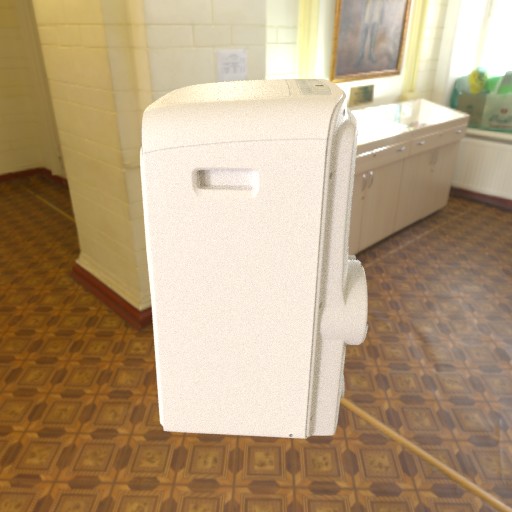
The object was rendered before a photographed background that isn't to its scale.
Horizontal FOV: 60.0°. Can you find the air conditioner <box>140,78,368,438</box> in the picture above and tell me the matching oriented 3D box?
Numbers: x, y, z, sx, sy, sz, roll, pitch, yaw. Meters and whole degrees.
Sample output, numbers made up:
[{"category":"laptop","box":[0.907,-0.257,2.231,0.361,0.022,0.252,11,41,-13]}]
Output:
[{"category":"air conditioner","box":[0.000,0.000,1.059,0.467,0.765,0.478,1,27,1]}]
